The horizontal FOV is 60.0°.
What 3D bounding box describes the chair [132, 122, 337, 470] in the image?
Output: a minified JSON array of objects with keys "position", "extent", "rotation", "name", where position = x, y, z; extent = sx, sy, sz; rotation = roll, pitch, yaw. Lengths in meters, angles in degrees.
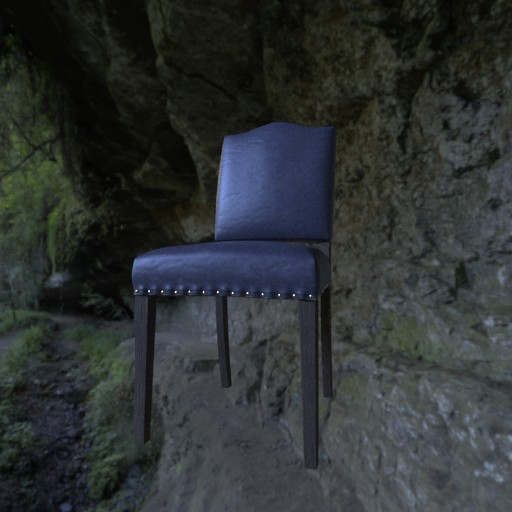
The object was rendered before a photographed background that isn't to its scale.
[{"position":[0.000,0.000,1.390],"extent":[0.500,0.991,0.633],"rotation":[0,0,17],"name":"chair"}]
